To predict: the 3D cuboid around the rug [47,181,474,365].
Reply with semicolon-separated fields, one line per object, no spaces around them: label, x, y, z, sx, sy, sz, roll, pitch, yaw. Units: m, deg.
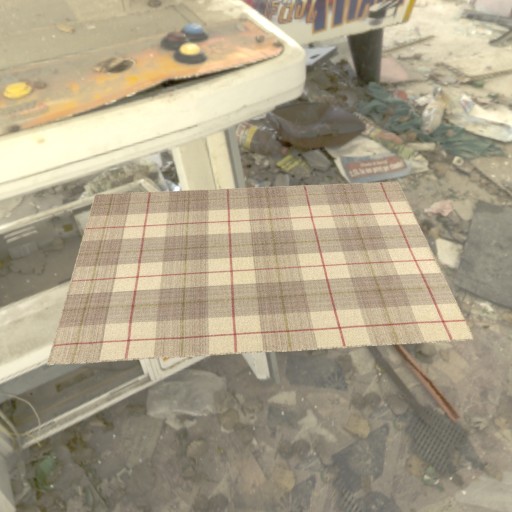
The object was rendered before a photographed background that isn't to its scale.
rug;0.000;0.000;3.070;2.464;0.010;1.549;-3;46;-3
